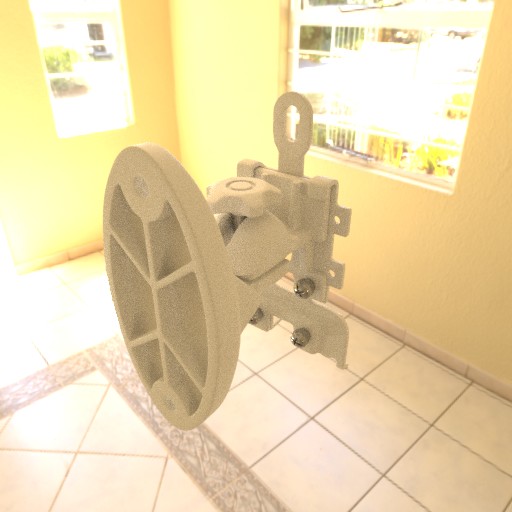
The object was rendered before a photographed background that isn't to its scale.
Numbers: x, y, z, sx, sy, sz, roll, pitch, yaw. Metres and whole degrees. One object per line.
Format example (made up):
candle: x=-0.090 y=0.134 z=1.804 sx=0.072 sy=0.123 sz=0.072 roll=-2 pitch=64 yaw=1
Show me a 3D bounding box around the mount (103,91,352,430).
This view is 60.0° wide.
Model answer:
mount: x=0.000 y=0.000 z=0.175 sx=0.066 sy=0.118 sz=0.100 roll=21 pitch=35 yaw=33
